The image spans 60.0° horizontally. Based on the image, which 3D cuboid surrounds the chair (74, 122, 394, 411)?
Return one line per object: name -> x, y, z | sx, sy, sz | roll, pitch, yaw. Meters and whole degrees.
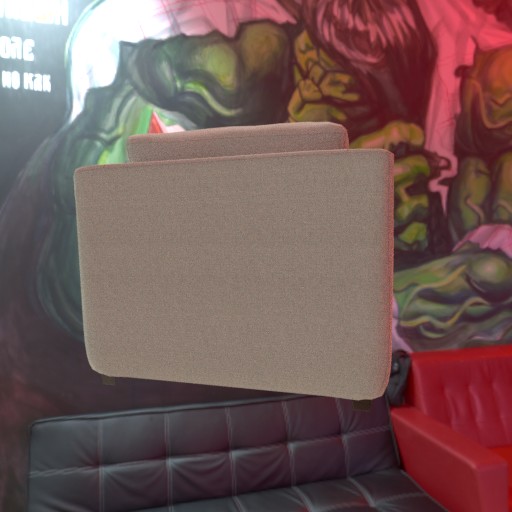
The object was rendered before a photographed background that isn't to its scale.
chair -> 0.000, 0.000, 1.992 | 1.178, 1.016, 1.009 | 0, 1, 17
